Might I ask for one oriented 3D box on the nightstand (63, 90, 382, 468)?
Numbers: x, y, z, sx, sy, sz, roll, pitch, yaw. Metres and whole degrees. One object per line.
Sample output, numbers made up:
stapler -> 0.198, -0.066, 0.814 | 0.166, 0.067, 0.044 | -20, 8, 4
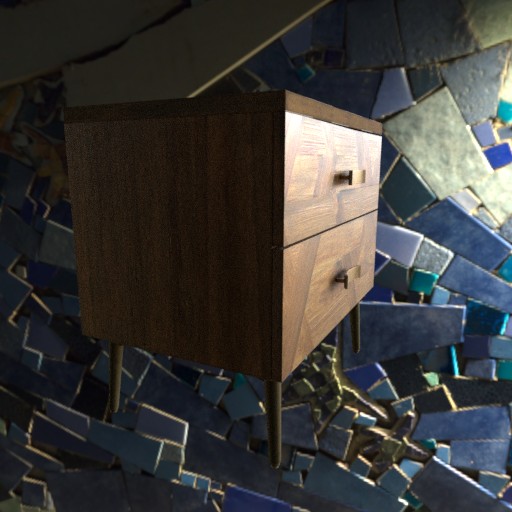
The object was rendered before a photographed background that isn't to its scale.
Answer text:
nightstand -> 0.000, 0.000, 1.013 | 0.458, 0.610, 0.610 | 6, 13, 27
